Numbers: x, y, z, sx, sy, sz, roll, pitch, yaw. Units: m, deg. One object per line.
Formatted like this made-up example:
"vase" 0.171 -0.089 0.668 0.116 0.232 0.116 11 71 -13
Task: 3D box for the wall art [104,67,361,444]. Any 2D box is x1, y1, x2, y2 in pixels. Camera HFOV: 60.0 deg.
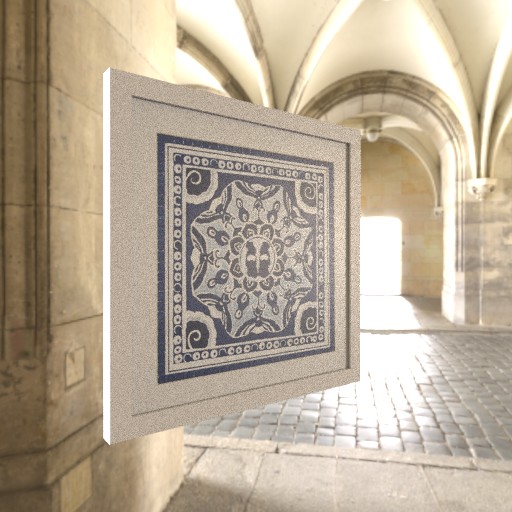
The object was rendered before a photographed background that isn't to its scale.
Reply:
"wall art" 0.000 0.000 0.834 0.559 0.559 0.028 0 0 -36
